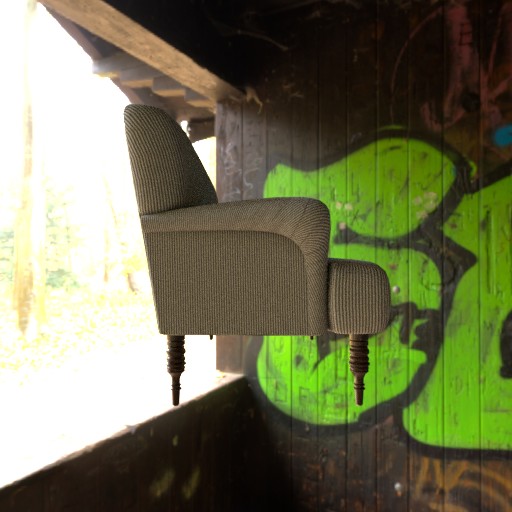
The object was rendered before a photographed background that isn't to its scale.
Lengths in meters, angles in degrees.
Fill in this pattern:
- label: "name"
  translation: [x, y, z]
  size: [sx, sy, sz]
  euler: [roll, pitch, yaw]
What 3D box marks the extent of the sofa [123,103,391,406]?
- label: "sofa"
  translation: [0.000, 0.000, 1.844]
  size: [0.779, 0.889, 1.297]
  euler: [0, -1, 0]
